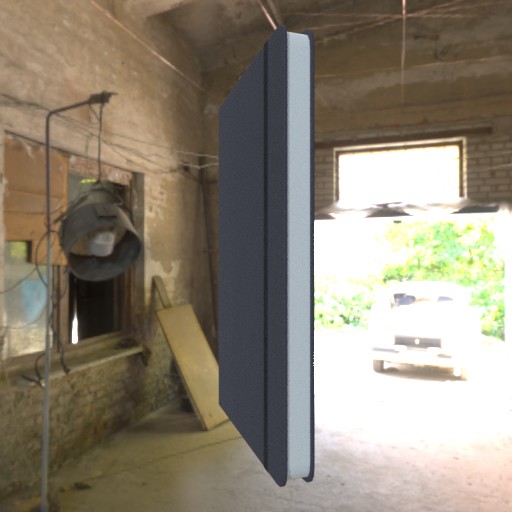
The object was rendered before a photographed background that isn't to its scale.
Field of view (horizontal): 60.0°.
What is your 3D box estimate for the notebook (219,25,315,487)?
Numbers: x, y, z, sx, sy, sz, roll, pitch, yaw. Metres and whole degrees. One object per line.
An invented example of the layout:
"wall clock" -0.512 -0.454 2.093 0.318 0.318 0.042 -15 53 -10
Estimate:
"notebook" 0.000 0.000 0.260 0.016 0.213 0.127 0 0 -18
